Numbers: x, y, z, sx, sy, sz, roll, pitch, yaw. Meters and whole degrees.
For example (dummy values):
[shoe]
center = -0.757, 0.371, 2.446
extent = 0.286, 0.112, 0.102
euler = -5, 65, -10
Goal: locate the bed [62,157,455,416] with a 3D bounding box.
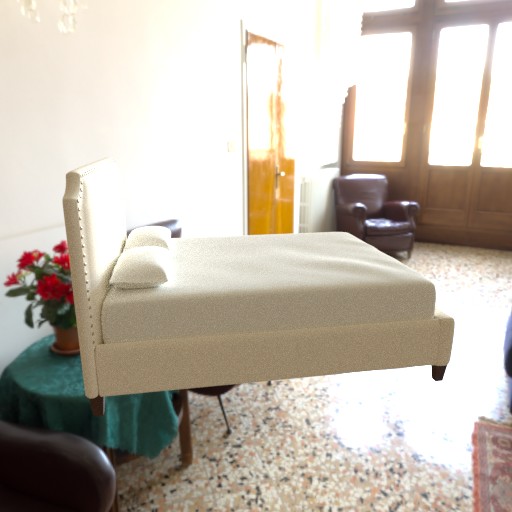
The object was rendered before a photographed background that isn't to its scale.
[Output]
[bed]
center = 0.000, 0.000, 3.414
extent = 2.365, 1.443, 1.712
euler = -3, 16, -10
